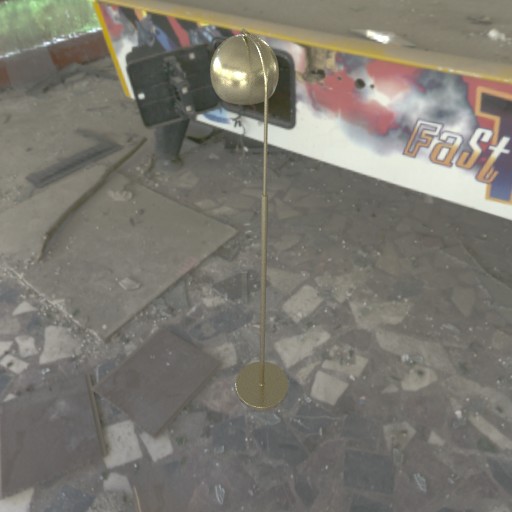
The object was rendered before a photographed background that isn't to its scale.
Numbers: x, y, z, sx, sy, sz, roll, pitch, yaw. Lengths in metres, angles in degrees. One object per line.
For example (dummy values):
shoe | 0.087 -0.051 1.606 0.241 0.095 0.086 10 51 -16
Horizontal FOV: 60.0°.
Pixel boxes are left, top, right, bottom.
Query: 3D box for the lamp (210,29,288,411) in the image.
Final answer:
lamp | 0.000 0.000 1.680 0.250 1.526 0.431 -12 43 -13
